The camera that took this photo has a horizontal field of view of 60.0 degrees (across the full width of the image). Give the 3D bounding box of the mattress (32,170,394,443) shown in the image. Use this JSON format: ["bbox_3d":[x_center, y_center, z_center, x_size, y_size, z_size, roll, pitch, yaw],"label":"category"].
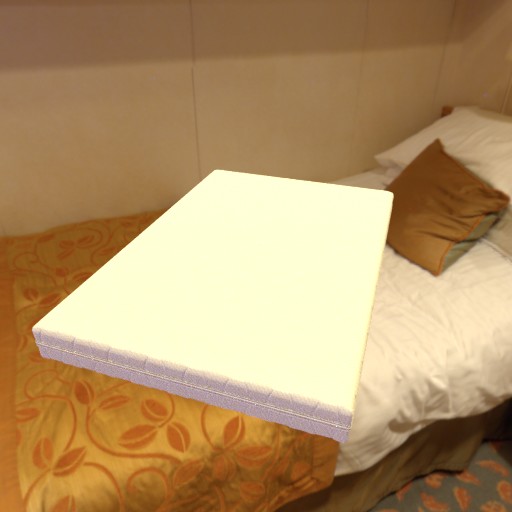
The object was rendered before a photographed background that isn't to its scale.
[{"bbox_3d":[0.000,0.000,2.577,1.400,0.200,2.000,10,33,16],"label":"mattress"}]
